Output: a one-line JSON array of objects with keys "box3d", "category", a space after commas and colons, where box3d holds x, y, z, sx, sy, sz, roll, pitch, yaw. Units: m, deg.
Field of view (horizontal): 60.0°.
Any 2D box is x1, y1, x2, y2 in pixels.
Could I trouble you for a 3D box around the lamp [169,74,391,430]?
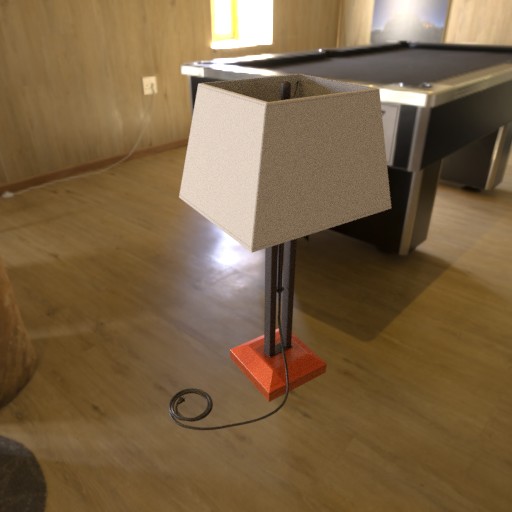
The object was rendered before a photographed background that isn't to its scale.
[{"box3d": [0.000, 0.000, 1.007, 0.498, 0.737, 0.310, -18, 34, -28], "category": "lamp"}]
